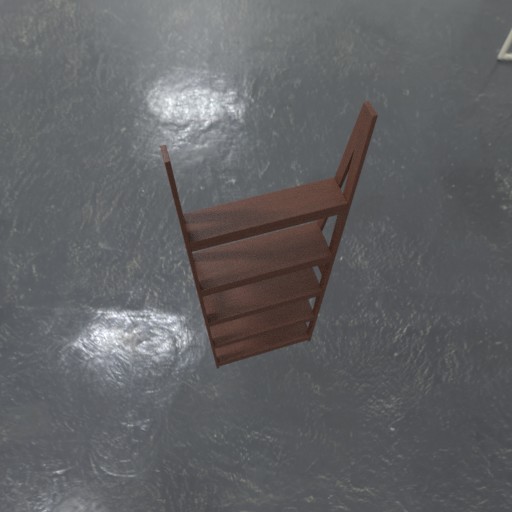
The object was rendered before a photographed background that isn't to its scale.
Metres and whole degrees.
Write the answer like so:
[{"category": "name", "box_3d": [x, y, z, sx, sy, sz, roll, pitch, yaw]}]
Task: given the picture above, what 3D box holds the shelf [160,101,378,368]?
[{"category": "shelf", "box_3d": [0.000, 0.000, 2.016, 0.600, 1.770, 0.350, -15, 60, -9]}]
